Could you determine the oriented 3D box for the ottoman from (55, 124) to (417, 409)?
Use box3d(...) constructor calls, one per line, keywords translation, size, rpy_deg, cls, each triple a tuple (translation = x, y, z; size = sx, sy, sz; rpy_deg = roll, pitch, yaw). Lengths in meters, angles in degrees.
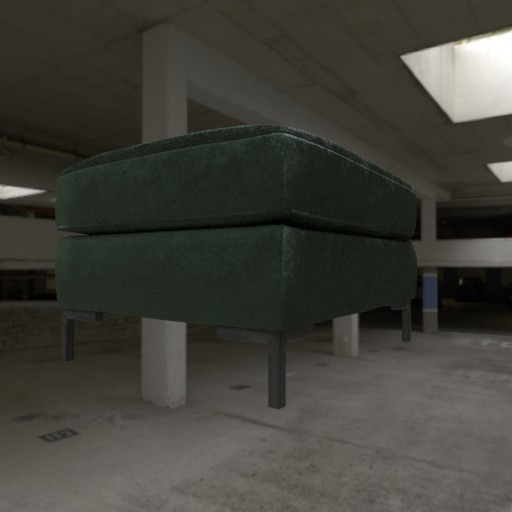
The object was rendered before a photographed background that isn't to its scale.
box3d(translation=(0.000, 0.000, 1.274), size=(0.701, 0.538, 0.839), rpy_deg=(-1, -1, 35), cls="ottoman")
